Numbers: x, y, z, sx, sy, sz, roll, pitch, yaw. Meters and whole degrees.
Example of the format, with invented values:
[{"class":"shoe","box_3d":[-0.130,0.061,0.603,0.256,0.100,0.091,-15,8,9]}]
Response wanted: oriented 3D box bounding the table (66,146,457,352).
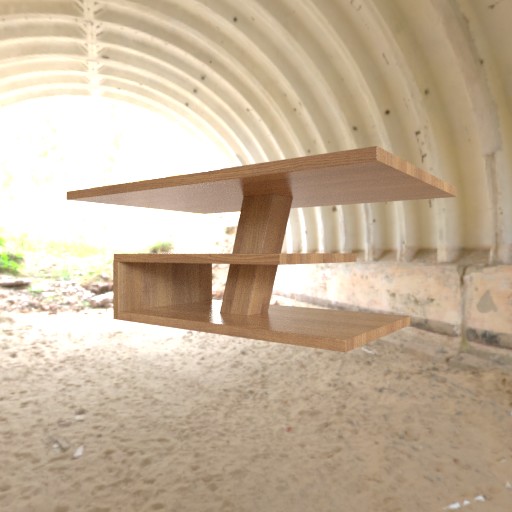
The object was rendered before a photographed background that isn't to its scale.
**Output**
[{"class":"table","box_3d":[0.000,0.000,1.479,1.100,0.442,0.700,0,0,36]}]
